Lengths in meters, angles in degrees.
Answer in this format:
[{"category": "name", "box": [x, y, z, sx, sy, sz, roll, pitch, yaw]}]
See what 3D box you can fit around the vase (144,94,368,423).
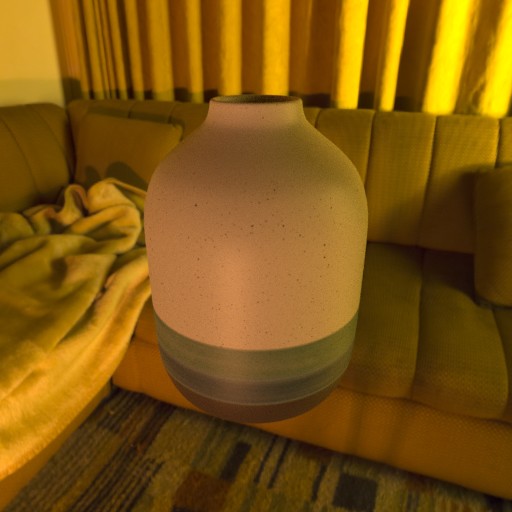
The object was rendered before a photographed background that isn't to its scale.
[{"category": "vase", "box": [0.000, 0.000, 0.357, 0.169, 0.240, 0.169, 0, 25, 0]}]
